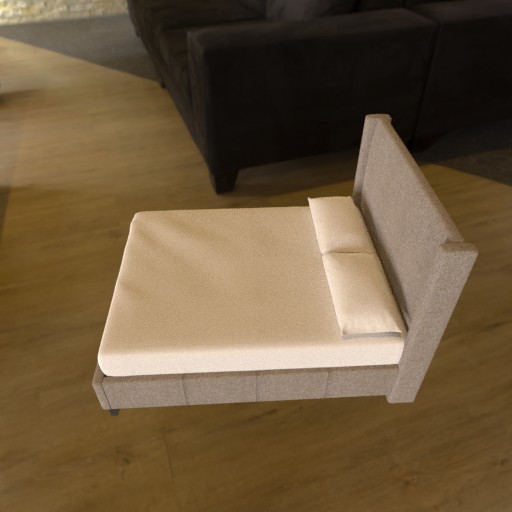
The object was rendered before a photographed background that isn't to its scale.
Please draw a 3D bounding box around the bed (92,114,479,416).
[{"bbox_3d":[0.000,0.000,3.371,2.245,1.476,1.714,-2,41,-2],"label":"bed"}]
